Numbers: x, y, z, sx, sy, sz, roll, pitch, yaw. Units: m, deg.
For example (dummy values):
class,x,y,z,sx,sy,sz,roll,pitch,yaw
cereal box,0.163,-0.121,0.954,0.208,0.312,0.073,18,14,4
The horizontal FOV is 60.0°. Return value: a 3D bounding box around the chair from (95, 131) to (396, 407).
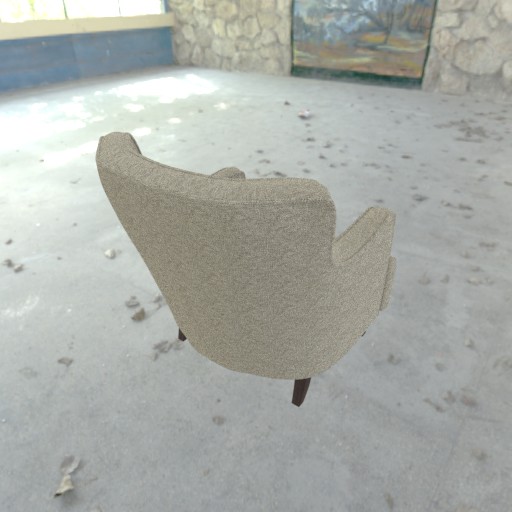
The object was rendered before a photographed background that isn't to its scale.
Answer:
class,x,y,z,sx,sy,sz,roll,pitch,yaw
chair,0.000,0.000,1.666,0.820,0.920,0.910,21,37,31
